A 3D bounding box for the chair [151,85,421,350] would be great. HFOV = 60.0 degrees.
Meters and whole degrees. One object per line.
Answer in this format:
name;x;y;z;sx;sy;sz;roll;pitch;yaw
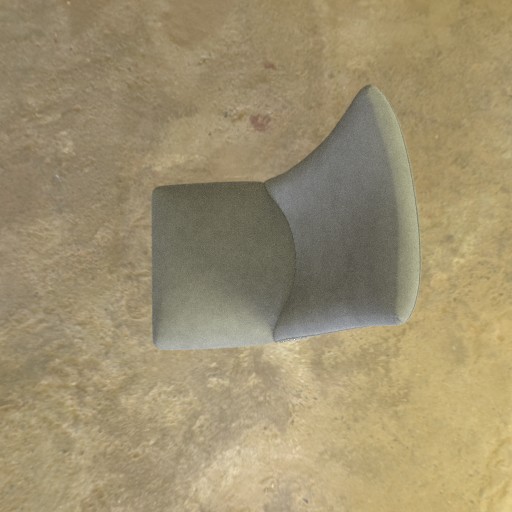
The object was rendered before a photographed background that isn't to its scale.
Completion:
chair;0.000;0.000;1.252;0.610;0.902;0.495;-3;77;-1
